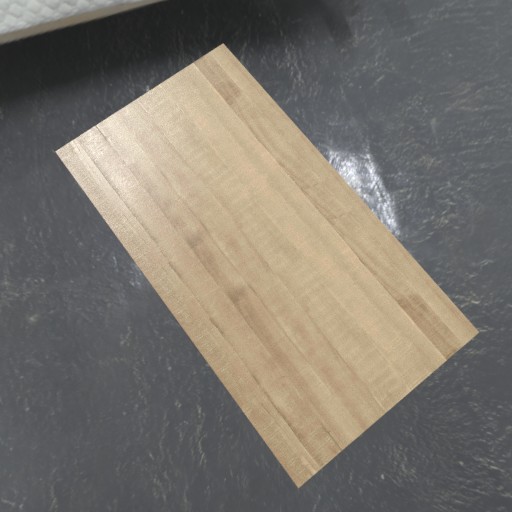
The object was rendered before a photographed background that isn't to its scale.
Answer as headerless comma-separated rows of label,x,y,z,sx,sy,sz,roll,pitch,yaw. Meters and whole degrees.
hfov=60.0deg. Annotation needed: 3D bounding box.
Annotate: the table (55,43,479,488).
table,0.000,0.000,1.345,0.574,0.393,1.062,-37,78,-9
